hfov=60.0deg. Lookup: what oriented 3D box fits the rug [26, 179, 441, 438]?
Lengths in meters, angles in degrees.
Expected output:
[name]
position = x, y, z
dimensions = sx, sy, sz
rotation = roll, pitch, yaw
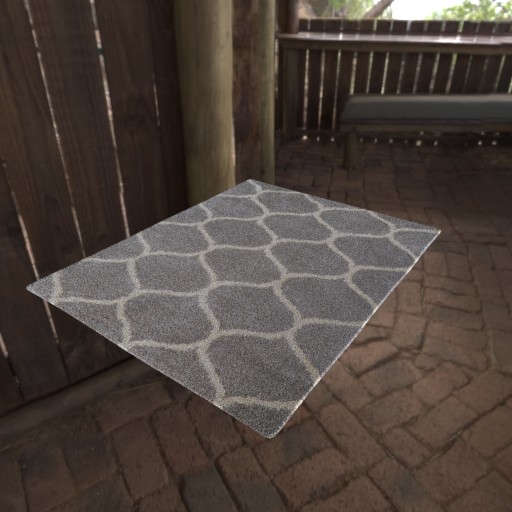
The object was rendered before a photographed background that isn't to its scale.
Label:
[rug]
position = 0.000, 0.000, 3.984
dimensions = 2.399, 0.026, 3.000
rotation = 20, 36, 31
